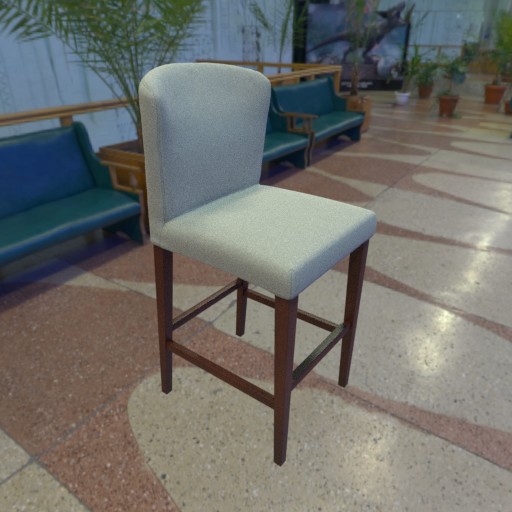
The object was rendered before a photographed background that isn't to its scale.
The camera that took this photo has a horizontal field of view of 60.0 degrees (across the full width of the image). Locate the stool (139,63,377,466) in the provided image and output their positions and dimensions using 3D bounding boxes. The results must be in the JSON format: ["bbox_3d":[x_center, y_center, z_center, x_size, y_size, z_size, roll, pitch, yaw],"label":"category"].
[{"bbox_3d":[0.000,0.000,1.360,0.568,1.069,0.479,19,33,33],"label":"stool"}]
